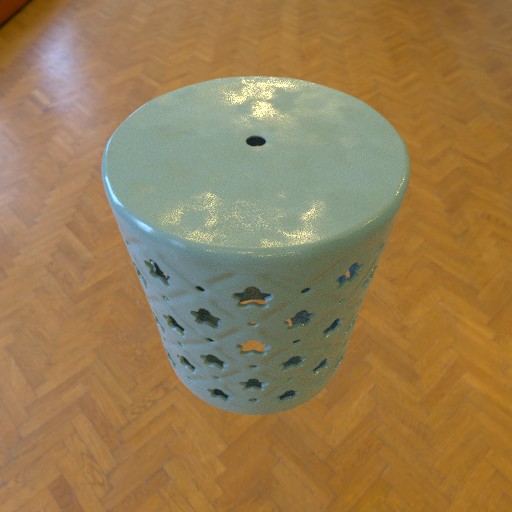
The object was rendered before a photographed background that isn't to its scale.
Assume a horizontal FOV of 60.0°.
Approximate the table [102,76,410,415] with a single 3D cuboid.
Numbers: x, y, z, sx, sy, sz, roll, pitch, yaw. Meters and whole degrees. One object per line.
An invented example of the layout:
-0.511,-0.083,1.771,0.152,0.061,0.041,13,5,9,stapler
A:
0.000,0.000,0.647,0.352,0.387,0.352,0,47,0,table
